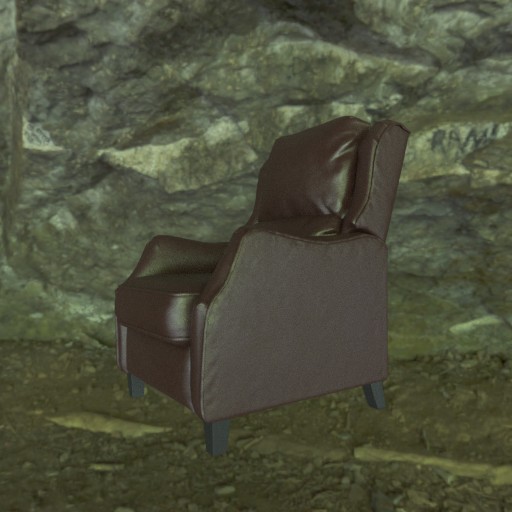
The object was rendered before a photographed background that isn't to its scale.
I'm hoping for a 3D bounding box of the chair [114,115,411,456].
[{"bbox_3d":[0.000,0.000,1.745,0.982,1.132,0.770,0,-1,-35],"label":"chair"}]
